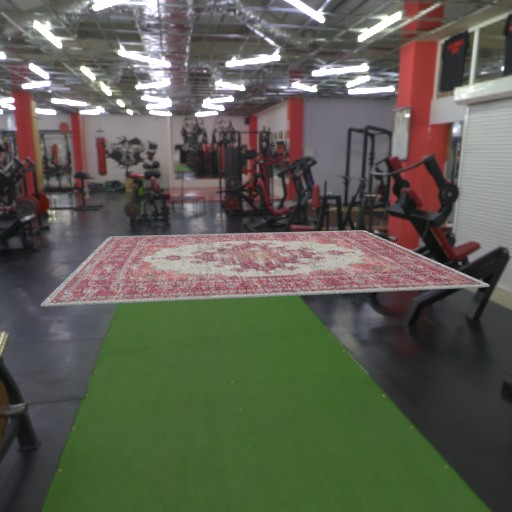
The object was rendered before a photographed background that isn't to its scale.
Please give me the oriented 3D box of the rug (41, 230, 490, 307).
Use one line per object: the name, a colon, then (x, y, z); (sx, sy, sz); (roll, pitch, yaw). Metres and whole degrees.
rug: (0.000, 0.000, 4.206); (3.123, 0.017, 2.447); (-2, 13, -8)
